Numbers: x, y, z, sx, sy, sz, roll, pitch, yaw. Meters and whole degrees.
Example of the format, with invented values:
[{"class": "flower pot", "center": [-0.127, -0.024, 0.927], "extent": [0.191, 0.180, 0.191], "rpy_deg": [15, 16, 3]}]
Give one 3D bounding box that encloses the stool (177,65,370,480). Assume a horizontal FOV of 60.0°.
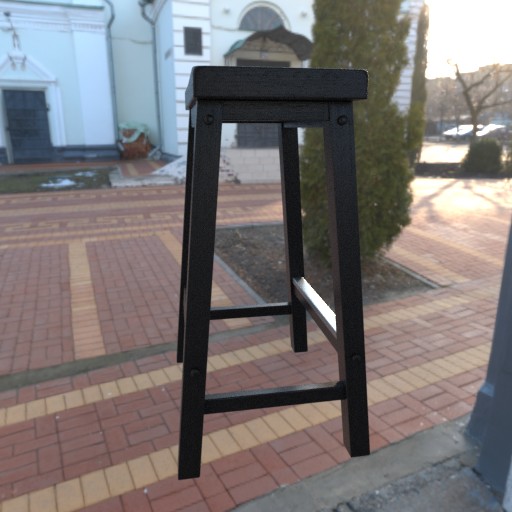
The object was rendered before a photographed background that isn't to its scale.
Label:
[{"class": "stool", "center": [0.000, 0.000, 0.834], "extent": [0.322, 0.610, 0.406], "rpy_deg": [-3, 16, -10]}]
